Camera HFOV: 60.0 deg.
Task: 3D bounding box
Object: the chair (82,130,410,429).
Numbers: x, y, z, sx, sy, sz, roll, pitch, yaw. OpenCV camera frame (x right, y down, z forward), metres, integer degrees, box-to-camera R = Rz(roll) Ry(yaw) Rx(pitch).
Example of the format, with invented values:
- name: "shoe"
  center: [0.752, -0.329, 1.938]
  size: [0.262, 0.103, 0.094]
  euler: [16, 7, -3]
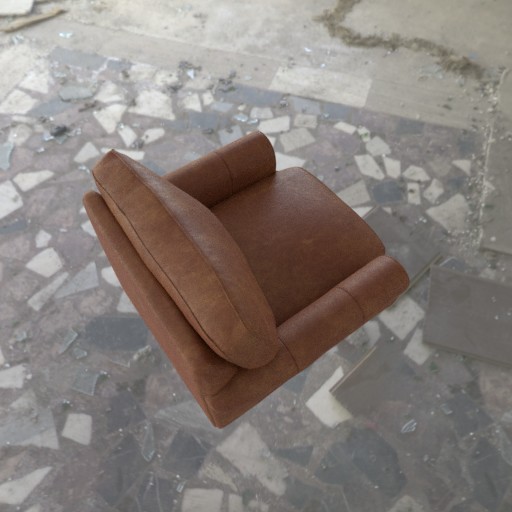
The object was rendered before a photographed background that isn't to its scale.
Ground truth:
- name: "chair"
  center: [0.000, 0.000, 1.791]
  size: [0.986, 0.962, 0.983]
  euler: [-32, 63, -18]
